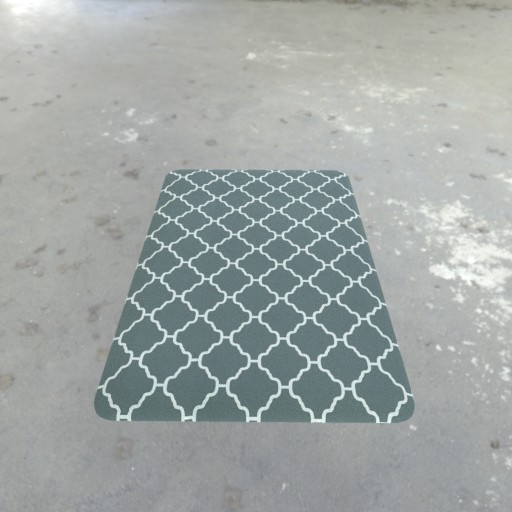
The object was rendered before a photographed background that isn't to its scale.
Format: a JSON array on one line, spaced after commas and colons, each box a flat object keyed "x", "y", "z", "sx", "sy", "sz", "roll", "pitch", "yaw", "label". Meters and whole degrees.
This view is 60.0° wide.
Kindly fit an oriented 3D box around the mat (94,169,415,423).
[{"x": 0.000, "y": 0.000, "z": 0.961, "sx": 0.508, "sy": 0.021, "sz": 0.762, "roll": 0, "pitch": 40, "yaw": 0, "label": "mat"}]
